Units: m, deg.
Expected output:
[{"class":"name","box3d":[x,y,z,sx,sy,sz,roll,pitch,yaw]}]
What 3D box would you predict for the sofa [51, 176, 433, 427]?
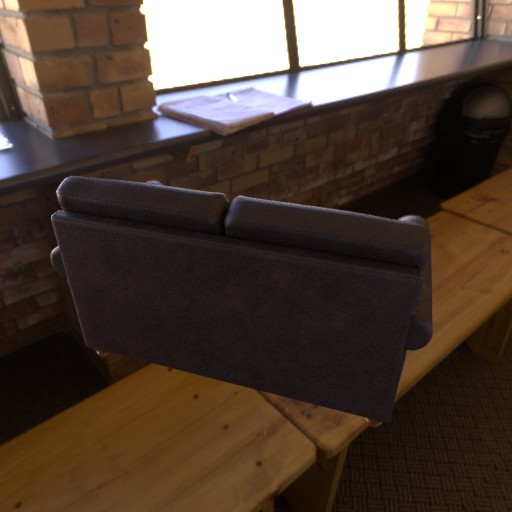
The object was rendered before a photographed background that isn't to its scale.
[{"class":"sofa","box3d":[0.000,0.000,2.277,1.663,0.979,1.030,10,34,15]}]
